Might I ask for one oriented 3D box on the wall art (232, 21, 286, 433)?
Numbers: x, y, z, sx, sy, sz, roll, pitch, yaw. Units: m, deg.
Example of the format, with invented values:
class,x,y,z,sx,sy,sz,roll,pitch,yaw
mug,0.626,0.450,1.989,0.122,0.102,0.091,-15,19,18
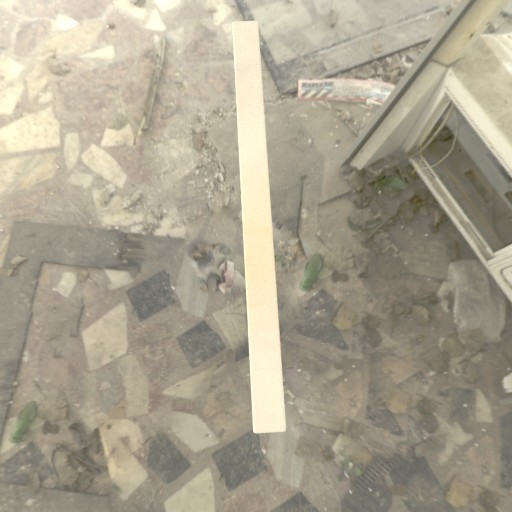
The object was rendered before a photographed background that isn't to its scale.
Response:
class,x,y,z,sx,sy,sz,roll,pitch,yaw
wall art,0.000,0.000,1.597,0.071,1.061,1.061,-3,75,-1
